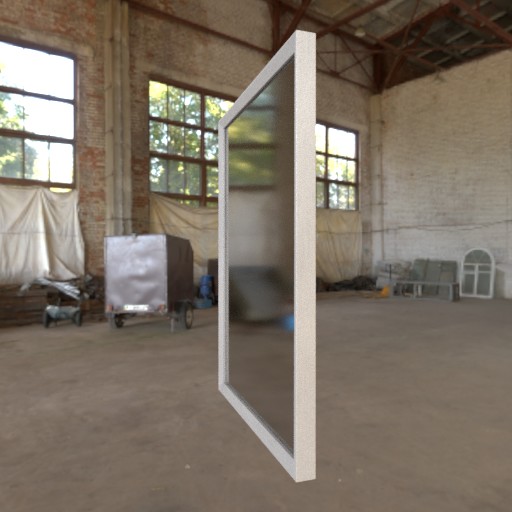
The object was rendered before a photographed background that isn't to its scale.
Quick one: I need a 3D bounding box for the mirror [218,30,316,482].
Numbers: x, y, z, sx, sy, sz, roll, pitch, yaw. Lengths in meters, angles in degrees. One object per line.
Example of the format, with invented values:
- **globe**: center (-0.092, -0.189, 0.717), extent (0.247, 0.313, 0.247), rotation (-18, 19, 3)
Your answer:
- **mirror**: center (0.000, 0.000, 0.941), extent (0.039, 0.710, 0.507), rotation (0, 0, -19)
